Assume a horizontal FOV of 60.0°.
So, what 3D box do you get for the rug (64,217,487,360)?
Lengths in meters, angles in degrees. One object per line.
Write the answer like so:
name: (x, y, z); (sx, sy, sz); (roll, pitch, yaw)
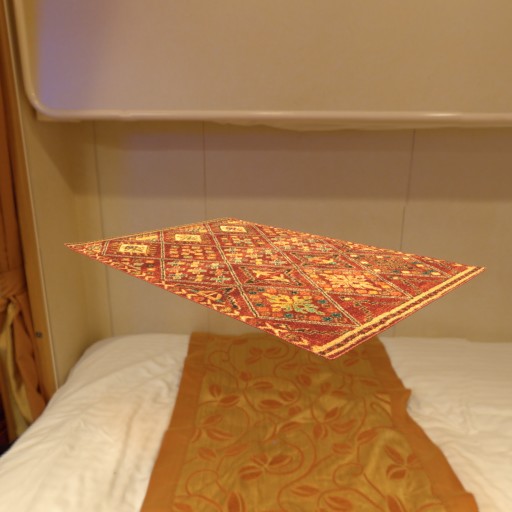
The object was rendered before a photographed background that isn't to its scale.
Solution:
rug: (0.000, 0.000, 2.831); (1.521, 0.026, 2.286); (-15, 21, -43)
